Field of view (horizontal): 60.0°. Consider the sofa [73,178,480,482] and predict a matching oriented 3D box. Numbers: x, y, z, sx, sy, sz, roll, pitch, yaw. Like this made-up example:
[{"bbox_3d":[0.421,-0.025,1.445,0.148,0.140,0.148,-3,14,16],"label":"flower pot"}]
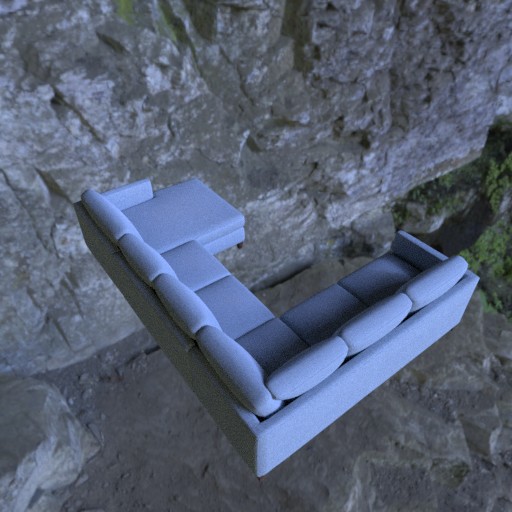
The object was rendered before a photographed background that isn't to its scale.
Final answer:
[{"bbox_3d":[0.000,0.000,4.572,2.551,0.889,3.403,-26,47,-27],"label":"sofa"}]
